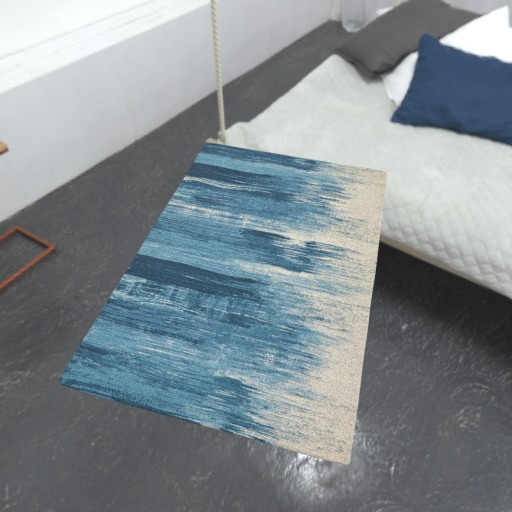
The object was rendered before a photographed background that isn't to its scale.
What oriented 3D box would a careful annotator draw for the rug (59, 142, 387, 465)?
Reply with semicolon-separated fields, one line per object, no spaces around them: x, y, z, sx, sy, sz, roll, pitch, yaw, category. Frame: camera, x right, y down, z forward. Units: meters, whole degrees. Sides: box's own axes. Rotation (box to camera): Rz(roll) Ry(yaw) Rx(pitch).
0.000;0.000;2.334;1.232;0.009;1.836;12;49;10;rug
